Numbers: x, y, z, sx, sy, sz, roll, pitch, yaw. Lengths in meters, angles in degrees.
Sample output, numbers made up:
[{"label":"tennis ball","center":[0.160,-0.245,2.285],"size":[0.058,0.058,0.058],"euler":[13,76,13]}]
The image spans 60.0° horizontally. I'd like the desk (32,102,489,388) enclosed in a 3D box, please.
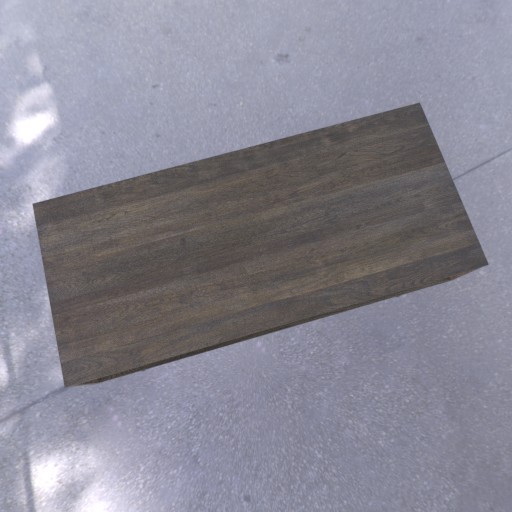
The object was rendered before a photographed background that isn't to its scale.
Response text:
[{"label":"desk","center":[0.000,0.000,2.064],"size":[1.600,0.780,0.730],"euler":[-16,77,-4]}]
